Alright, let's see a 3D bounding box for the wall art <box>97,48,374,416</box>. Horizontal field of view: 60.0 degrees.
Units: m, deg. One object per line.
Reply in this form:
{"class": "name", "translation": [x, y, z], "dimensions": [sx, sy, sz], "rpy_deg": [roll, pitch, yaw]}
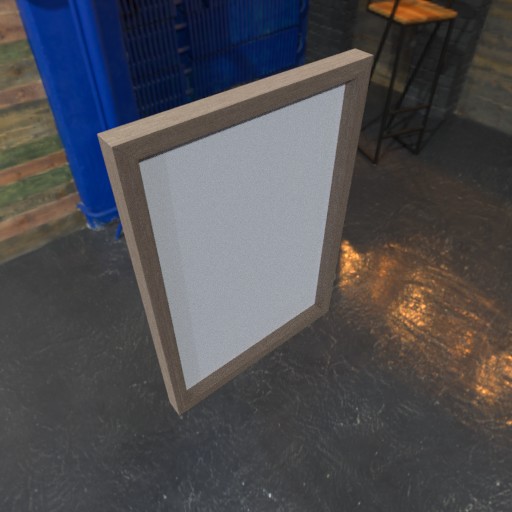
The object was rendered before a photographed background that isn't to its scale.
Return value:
{"class": "wall art", "translation": [0.000, 0.000, 0.663], "dimensions": [0.358, 0.510, 0.032], "rpy_deg": [-29, 51, -27]}
